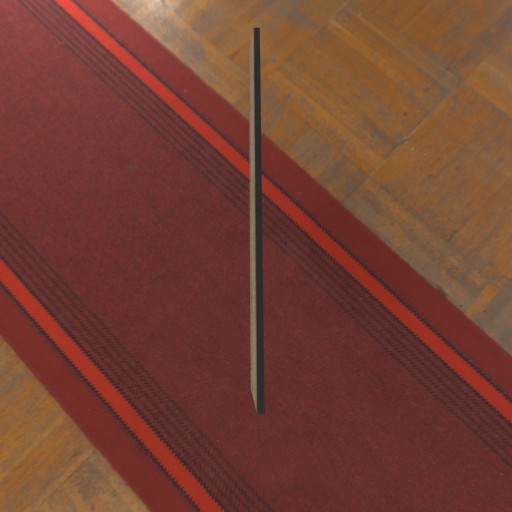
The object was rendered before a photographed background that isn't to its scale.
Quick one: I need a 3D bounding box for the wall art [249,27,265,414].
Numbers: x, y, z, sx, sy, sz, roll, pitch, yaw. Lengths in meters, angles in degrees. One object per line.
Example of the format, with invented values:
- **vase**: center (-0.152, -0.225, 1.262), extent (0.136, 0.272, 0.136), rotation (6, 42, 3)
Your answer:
- **wall art**: center (0.000, 0.000, 0.931), extent (0.018, 0.660, 0.559), rotation (0, 76, 0)
